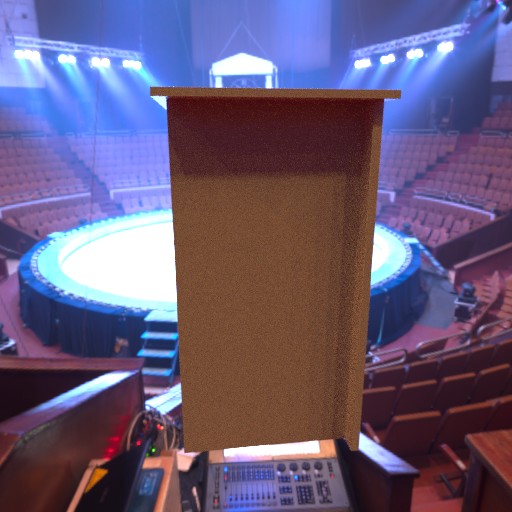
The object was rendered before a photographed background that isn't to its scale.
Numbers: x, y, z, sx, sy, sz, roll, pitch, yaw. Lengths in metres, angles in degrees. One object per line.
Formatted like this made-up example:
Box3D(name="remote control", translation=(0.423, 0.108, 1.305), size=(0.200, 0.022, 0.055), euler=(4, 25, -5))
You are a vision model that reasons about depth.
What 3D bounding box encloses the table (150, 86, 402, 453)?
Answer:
Box3D(name="table", translation=(0.000, 0.000, 1.075), size=(0.406, 0.711, 0.589), euler=(-2, 16, -8))
